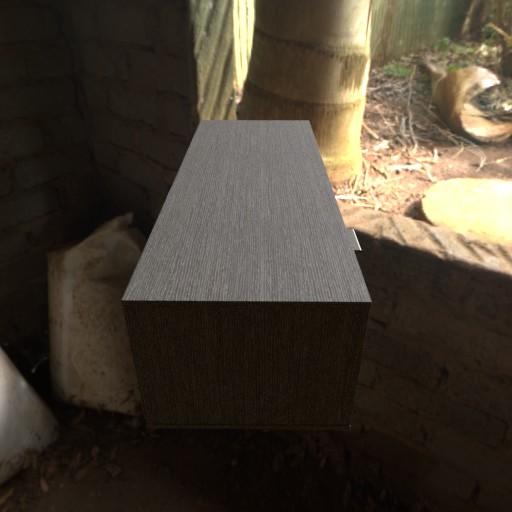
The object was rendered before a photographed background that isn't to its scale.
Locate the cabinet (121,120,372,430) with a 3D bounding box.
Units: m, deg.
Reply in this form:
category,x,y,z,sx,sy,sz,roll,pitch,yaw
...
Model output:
category,x,y,z,sx,sy,sz,roll,pitch,yaw
cabinet,0.000,0.000,1.551,0.500,0.599,1.300,0,32,1
